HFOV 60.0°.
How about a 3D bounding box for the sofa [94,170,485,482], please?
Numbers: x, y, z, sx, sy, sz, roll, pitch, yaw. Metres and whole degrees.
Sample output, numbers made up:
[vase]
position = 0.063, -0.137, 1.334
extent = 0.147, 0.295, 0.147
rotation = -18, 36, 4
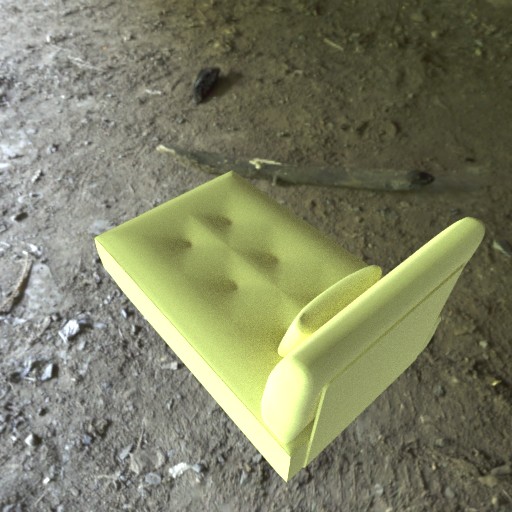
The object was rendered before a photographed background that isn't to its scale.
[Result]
[sofa]
position = 0.000, 0.000, 1.992
extent = 0.930, 0.820, 1.450
rotation = -32, 54, -27
